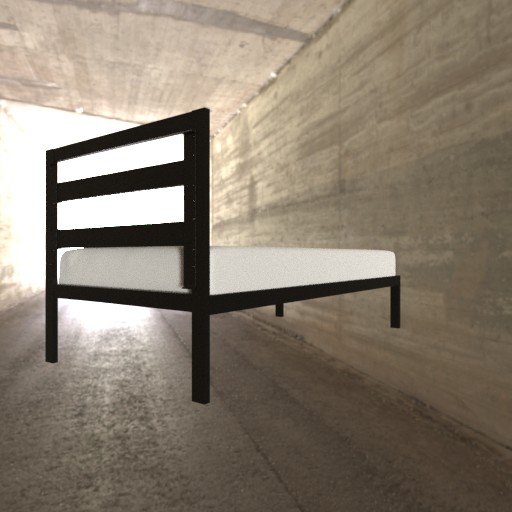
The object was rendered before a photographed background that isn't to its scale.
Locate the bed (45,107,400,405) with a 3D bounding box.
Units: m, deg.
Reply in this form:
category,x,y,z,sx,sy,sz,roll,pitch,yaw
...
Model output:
category,x,y,z,sx,sy,sz,roll,pitch,yaw
bed,0.000,0.000,2.501,0.991,0.967,1.930,0,0,36
